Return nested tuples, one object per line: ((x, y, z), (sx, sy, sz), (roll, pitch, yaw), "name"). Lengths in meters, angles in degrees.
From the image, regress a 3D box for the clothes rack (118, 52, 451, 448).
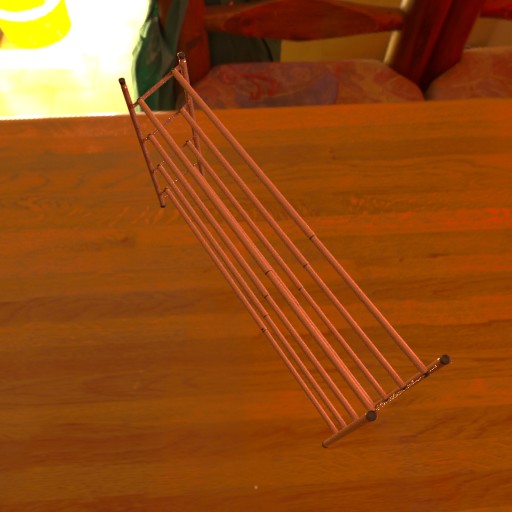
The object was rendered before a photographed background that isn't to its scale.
((0.000, 0.000, 1.427), (0.229, 0.672, 1.168), (-31, 67, -15), "clothes rack")
